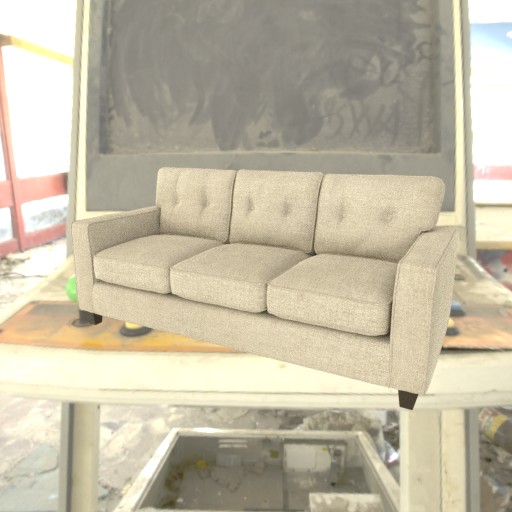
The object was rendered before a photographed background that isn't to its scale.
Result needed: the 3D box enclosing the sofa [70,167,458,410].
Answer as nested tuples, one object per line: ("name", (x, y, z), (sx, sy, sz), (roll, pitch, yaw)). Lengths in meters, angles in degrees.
("sofa", (0.000, 0.000, 2.636), (2.133, 0.965, 0.939), (8, 16, 27))
